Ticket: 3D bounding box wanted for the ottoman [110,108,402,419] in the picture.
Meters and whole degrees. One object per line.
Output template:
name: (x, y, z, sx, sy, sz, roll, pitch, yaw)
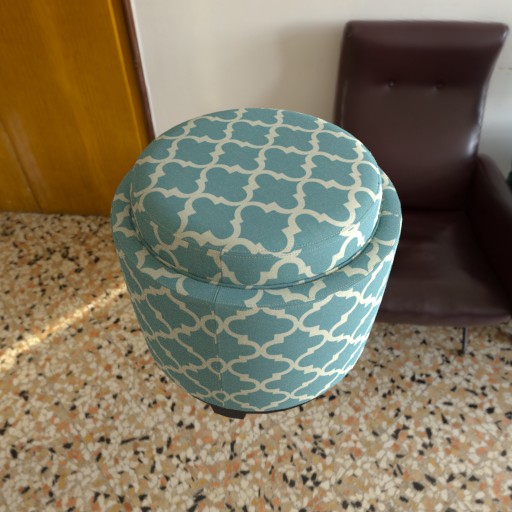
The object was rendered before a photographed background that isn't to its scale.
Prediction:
ottoman: (0.000, 0.000, 0.836, 0.480, 0.429, 0.480, 0, 46, 0)
